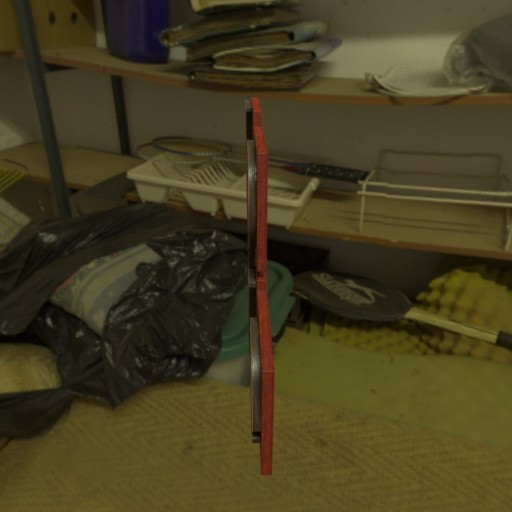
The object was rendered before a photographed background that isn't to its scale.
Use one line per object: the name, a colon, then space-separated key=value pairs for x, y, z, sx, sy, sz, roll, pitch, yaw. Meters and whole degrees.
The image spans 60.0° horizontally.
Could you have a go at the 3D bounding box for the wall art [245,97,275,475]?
wall art: x=0.000 y=0.000 z=0.853 sx=0.030 sy=0.497 sz=0.635 roll=-1 pitch=27 yaw=-1
